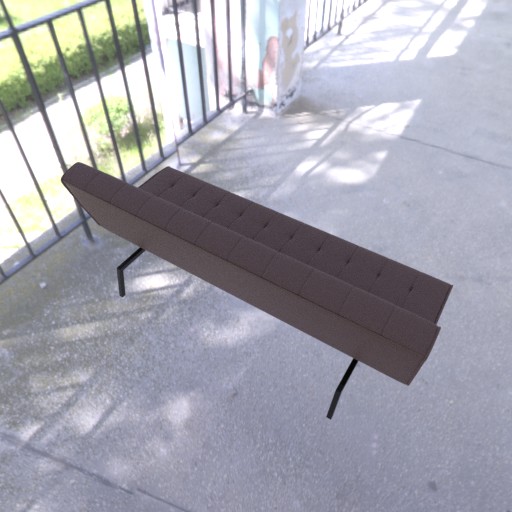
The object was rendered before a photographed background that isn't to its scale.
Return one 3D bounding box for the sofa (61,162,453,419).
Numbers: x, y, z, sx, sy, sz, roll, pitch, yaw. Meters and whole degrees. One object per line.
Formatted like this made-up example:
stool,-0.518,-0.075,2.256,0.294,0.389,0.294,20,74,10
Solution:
sofa,0.000,0.000,2.125,1.703,0.699,0.747,25,52,21
